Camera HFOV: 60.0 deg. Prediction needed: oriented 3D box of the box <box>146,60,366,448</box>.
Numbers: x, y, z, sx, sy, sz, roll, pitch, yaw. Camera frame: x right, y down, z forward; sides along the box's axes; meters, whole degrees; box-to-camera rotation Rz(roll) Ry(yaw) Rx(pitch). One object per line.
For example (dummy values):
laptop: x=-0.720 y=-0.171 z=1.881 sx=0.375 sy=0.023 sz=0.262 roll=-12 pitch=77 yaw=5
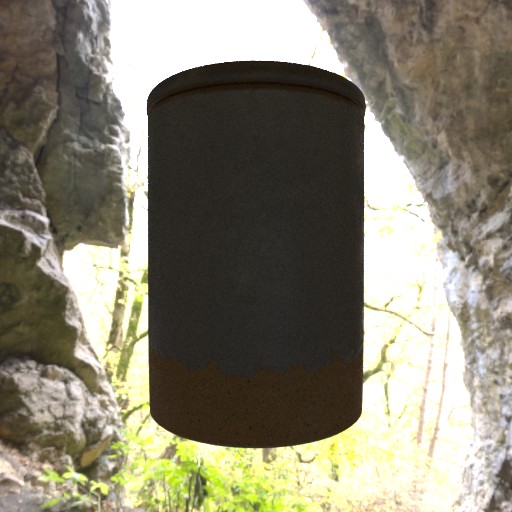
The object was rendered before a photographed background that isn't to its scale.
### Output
box: x=0.000 y=0.000 z=0.244 sx=0.118 sy=0.168 sz=0.118 roll=0 pitch=0 yaw=0
